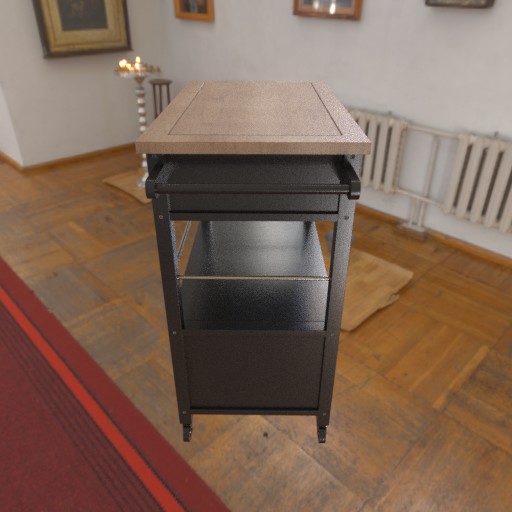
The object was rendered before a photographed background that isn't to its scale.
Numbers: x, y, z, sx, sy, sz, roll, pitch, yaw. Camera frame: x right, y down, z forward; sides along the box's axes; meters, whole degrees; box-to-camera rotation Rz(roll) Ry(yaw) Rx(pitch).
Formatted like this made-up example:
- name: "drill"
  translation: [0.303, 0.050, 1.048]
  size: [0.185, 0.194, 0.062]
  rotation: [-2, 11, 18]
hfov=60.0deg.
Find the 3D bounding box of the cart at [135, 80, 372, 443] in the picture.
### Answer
- name: "cart"
  translation: [0.000, 0.000, 1.375]
  size: [0.459, 0.901, 0.840]
  rotation: [0, 30, 1]
